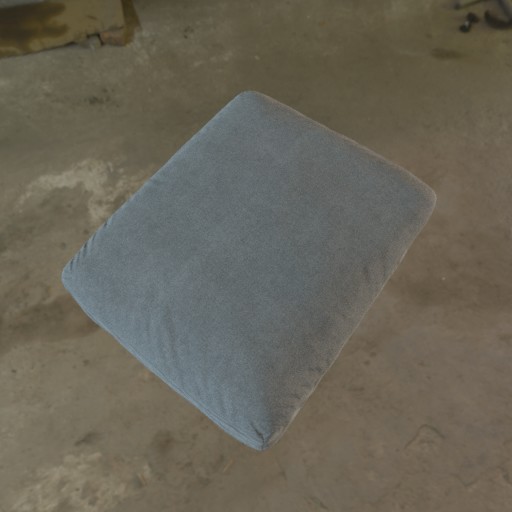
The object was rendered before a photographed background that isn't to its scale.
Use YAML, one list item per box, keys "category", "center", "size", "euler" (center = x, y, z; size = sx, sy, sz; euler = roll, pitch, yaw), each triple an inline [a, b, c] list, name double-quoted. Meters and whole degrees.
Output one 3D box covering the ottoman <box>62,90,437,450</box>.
- category: "ottoman"
  center: [0.000, 0.000, 1.272]
  size: [0.683, 0.481, 0.837]
  euler: [34, 69, 15]
